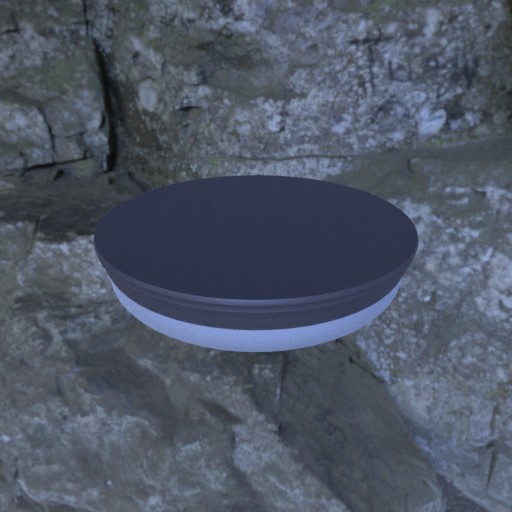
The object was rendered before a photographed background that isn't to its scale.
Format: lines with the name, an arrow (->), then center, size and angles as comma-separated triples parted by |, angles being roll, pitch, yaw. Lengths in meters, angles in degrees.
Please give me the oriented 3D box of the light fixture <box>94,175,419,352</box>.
light fixture -> 0.000, 0.000, 0.548 | 0.368, 0.100, 0.368 | 0, 26, 0
